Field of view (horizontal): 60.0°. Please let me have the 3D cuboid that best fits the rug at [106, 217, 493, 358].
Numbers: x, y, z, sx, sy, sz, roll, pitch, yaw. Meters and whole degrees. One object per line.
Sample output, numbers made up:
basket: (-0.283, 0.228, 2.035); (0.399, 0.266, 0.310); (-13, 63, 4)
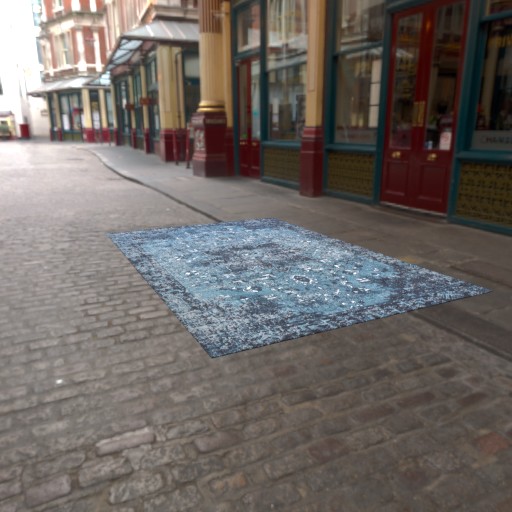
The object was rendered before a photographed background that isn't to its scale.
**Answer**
rug: (0.000, 0.000, 2.310); (1.219, 0.005, 1.828); (-8, 17, -26)
